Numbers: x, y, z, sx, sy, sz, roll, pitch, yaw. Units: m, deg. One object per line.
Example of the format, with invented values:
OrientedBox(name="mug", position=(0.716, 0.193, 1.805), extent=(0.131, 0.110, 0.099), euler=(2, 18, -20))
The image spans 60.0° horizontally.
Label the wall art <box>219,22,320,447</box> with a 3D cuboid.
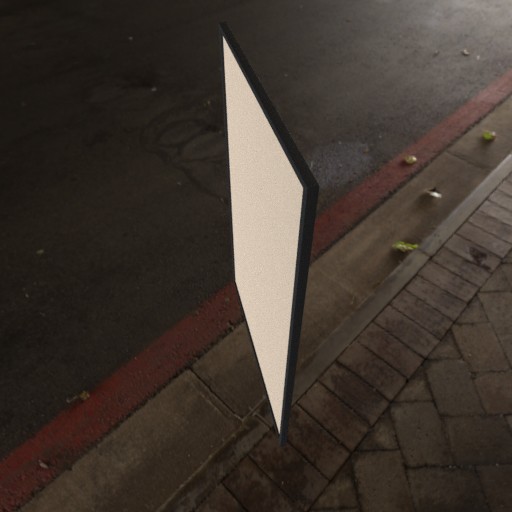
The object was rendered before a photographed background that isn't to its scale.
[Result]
OrientedBox(name="wall art", position=(0.000, 0.000, 0.818), extent=(0.013, 0.657, 0.457), euler=(-10, 47, -10))
